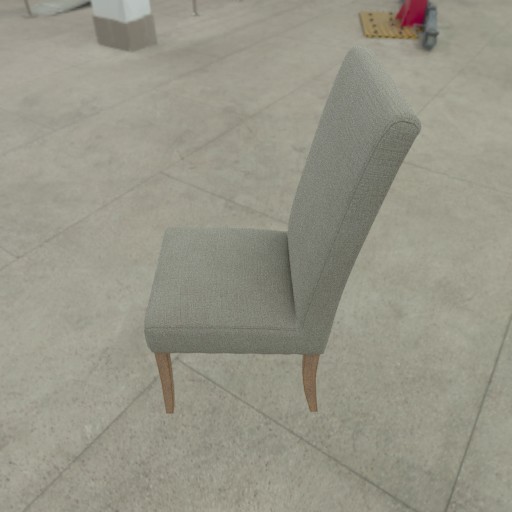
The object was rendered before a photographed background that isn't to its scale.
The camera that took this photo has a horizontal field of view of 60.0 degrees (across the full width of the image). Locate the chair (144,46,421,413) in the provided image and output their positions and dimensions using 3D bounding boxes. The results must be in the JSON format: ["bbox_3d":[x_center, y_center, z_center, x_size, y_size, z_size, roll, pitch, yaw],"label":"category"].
[{"bbox_3d":[0.000,0.000,1.291,0.611,1.033,0.450,0,41,-1],"label":"chair"}]
